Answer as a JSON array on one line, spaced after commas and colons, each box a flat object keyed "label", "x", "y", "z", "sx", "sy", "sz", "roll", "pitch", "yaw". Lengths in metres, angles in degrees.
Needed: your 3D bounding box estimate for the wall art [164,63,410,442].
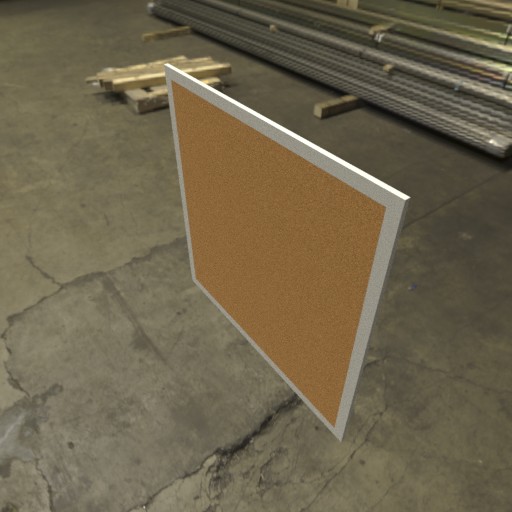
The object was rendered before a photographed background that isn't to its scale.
[{"label": "wall art", "x": 0.000, "y": 0.000, "z": 1.222, "sx": 0.013, "sy": 0.813, "sz": 0.812, "roll": -26, "pitch": 48, "yaw": -27}]
